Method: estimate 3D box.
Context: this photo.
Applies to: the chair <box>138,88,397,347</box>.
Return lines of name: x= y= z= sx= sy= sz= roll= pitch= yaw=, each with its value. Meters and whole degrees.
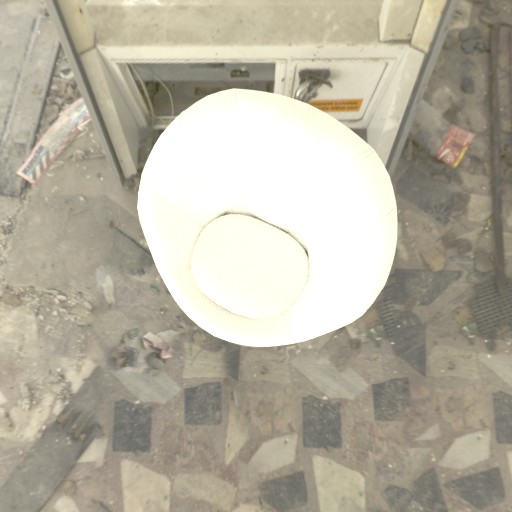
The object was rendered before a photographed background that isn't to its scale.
chair: x=0.000 y=0.000 z=1.843 sx=0.940 sy=1.261 sz=0.736 roll=26 pitch=77 yaw=6
